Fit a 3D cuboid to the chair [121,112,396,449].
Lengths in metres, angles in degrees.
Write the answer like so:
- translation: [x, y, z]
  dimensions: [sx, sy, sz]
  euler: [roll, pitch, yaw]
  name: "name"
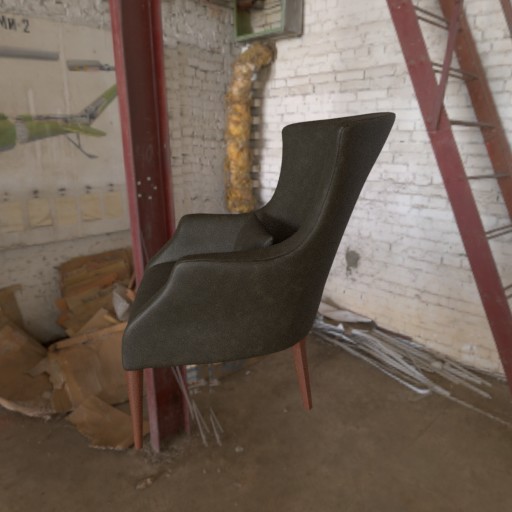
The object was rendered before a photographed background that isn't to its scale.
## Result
- translation: [0.000, 0.000, 1.723]
  dimensions: [0.954, 1.068, 0.819]
  euler: [-2, 16, -8]
  name: "chair"
